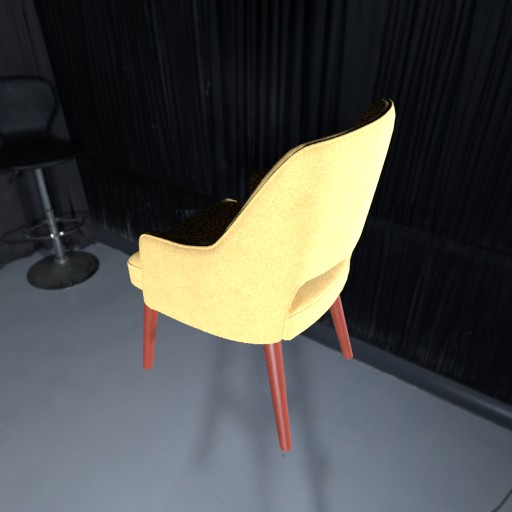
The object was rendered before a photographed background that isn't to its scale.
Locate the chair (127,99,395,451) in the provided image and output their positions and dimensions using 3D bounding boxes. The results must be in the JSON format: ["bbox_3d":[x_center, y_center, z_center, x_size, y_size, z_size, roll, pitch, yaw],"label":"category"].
[{"bbox_3d":[0.000,0.000,1.228,0.605,0.849,0.548,20,38,28],"label":"chair"}]
